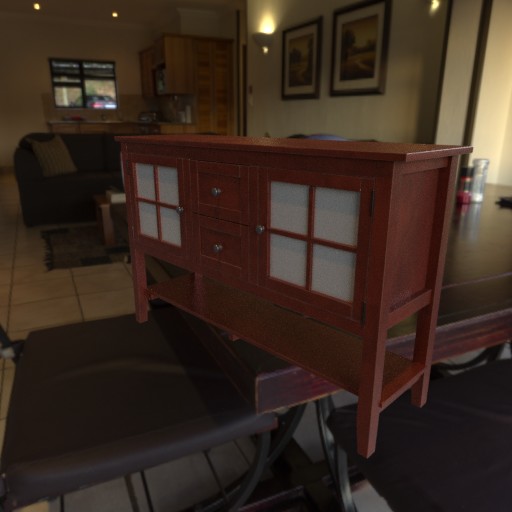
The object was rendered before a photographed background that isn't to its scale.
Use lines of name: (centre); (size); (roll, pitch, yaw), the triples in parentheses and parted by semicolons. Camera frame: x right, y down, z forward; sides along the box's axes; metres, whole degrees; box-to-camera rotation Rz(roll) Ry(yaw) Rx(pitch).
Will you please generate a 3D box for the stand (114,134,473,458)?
stand: (0.000, 0.000, 1.725); (0.410, 0.872, 1.362); (-16, 24, -42)
